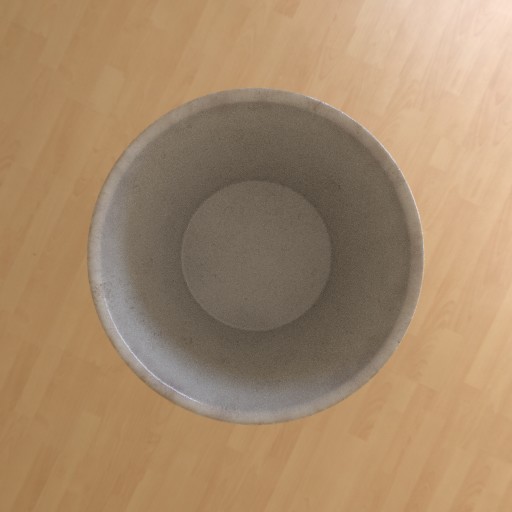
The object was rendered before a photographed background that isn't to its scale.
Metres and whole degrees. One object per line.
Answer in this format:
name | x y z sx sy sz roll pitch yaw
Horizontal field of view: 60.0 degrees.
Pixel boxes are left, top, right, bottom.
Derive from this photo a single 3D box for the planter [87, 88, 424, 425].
planter | 0.000 0.000 0.335 0.193 0.165 0.193 0 90 0
